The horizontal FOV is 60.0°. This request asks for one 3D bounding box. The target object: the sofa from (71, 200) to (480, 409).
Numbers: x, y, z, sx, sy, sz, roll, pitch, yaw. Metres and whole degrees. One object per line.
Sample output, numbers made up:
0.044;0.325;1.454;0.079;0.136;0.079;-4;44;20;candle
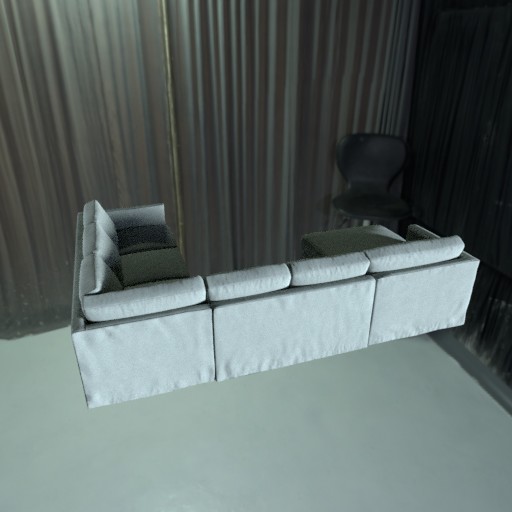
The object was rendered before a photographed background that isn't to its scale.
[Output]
0.000;0.000;4.574;3.434;0.869;2.440;-9;27;-17;sofa
